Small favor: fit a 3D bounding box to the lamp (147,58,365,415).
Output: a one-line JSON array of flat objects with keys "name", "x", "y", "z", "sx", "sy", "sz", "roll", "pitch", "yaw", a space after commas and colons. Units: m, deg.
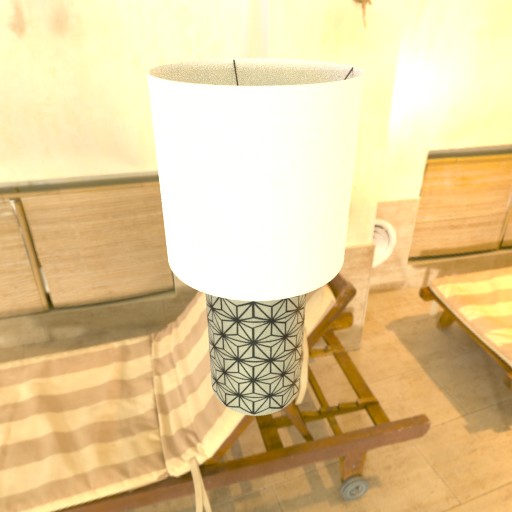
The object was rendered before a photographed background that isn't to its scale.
[{"name": "lamp", "x": 0.000, "y": 0.000, "z": 0.532, "sx": 0.206, "sy": 0.416, "sz": 0.206, "roll": -8, "pitch": 30, "yaw": -13}]
